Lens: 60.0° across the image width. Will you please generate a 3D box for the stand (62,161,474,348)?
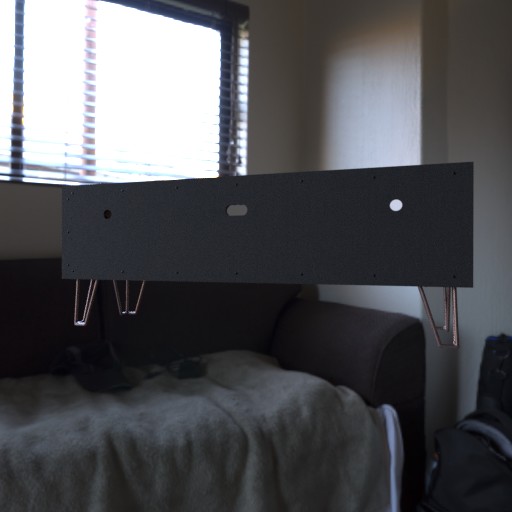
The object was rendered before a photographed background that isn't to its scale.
[{"bbox_3d":[0.000,0.000,1.903,1.626,0.610,0.481,0,0,18],"label":"stand"}]
